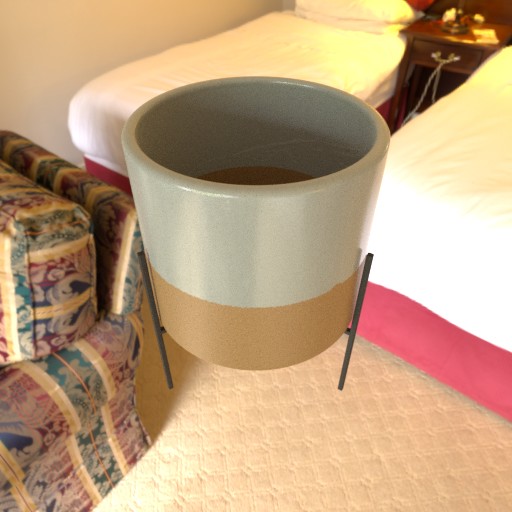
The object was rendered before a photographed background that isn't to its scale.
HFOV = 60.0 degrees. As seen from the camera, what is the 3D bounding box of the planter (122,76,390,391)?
[{"bbox_3d":[0.000,0.000,0.739,0.348,0.480,0.360,0,41,0],"label":"planter"}]
